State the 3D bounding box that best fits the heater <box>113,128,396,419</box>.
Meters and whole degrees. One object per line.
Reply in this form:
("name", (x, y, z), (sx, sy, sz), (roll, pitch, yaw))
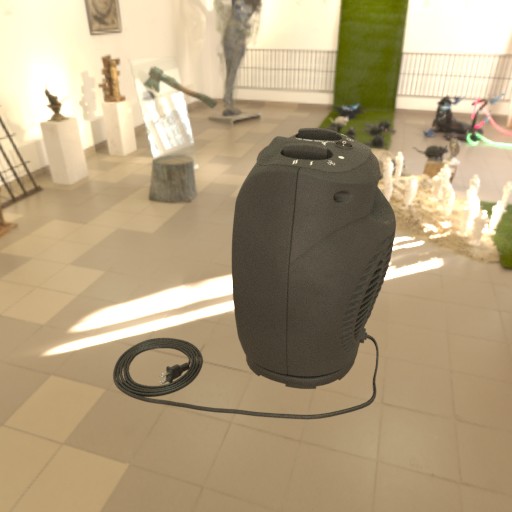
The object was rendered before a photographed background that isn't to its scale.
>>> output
("heater", (0.000, 0.000, 0.481), (0.291, 0.255, 0.239), (8, 30, 15))
